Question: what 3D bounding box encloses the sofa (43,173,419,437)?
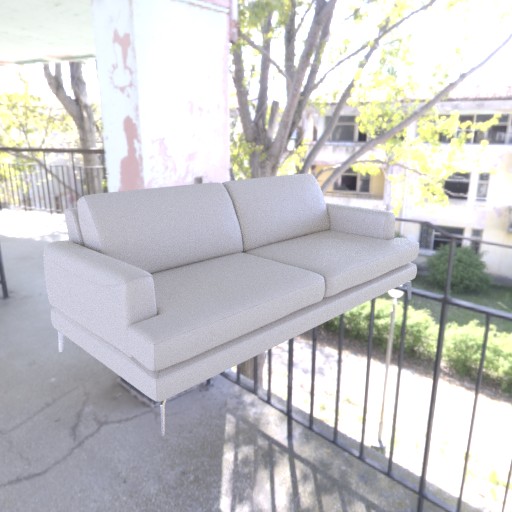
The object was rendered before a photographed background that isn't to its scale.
[{"bbox_3d":[0.000,0.000,2.409,0.974,0.765,1.940,15,21,43],"label":"sofa"}]
